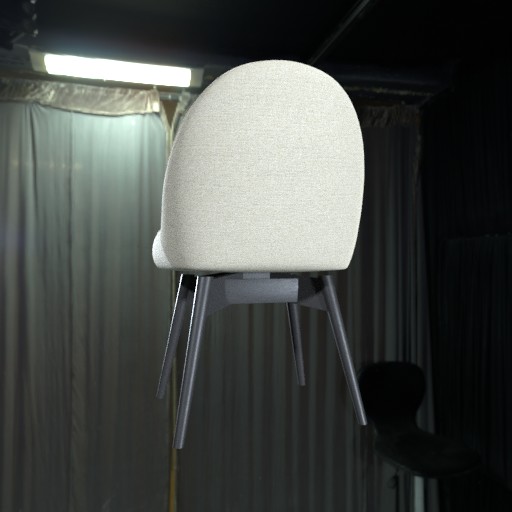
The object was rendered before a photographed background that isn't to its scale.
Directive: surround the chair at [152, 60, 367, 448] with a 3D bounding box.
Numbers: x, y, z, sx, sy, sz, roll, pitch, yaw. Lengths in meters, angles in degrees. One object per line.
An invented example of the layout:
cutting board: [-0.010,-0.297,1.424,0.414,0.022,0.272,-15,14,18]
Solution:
chair: [0.000,0.000,1.193,0.532,0.838,0.540,0,-1,-18]
